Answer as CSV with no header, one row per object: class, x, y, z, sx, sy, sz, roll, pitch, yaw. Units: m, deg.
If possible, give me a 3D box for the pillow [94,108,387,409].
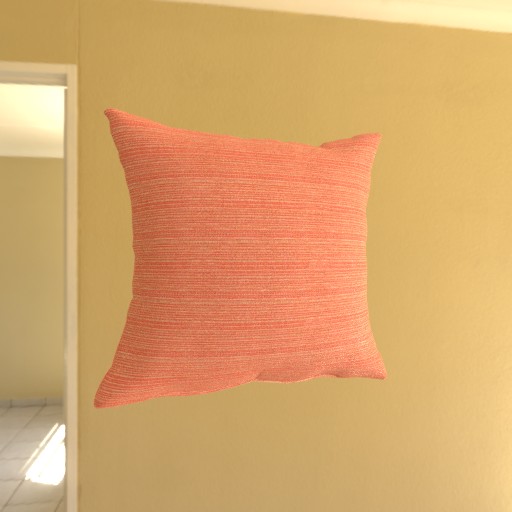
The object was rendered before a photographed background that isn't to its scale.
pillow,0.000,0.000,0.816,0.559,0.501,0.229,0,0,-19
